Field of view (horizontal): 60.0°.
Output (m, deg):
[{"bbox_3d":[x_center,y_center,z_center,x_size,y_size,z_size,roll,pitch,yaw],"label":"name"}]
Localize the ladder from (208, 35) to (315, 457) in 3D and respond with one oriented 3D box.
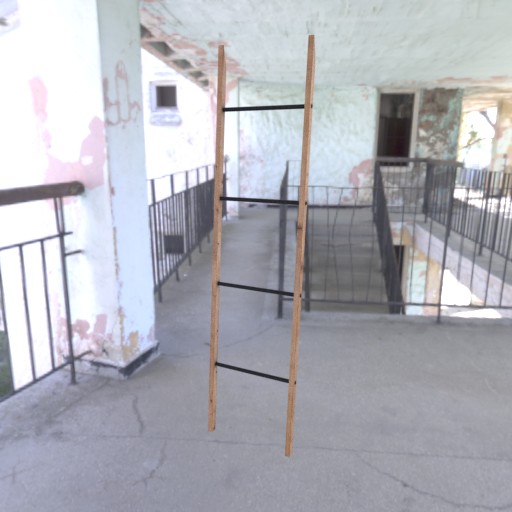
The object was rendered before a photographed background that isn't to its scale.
[{"bbox_3d":[0.000,0.000,1.985,0.442,1.805,0.200,7,15,25],"label":"ladder"}]
